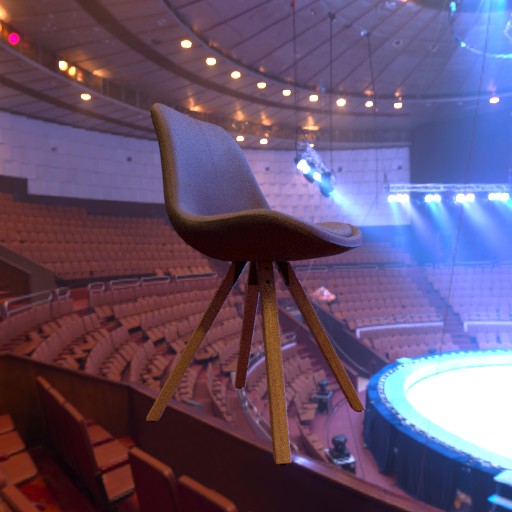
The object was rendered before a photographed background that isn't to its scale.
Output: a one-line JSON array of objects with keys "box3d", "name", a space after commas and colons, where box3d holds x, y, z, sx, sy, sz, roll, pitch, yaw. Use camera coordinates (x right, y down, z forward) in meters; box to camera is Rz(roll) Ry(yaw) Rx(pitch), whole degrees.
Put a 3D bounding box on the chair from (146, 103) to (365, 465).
[{"box3d": [0.000, 0.000, 1.207, 0.547, 0.865, 0.483, -1, -1, 35], "name": "chair"}]
